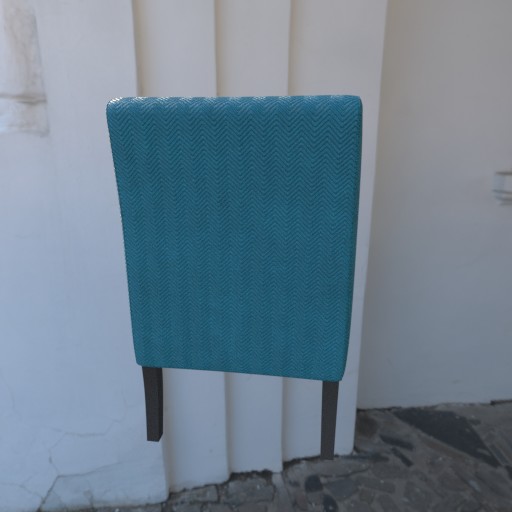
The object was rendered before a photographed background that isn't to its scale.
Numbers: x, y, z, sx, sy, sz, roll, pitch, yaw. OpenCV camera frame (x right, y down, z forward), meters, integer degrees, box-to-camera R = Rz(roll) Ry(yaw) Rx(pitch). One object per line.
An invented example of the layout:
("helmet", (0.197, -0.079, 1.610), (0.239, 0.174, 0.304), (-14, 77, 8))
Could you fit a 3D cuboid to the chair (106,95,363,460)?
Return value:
("chair", (0.000, 0.000, 1.431), (0.579, 0.927, 0.808), (2, 16, 8))
